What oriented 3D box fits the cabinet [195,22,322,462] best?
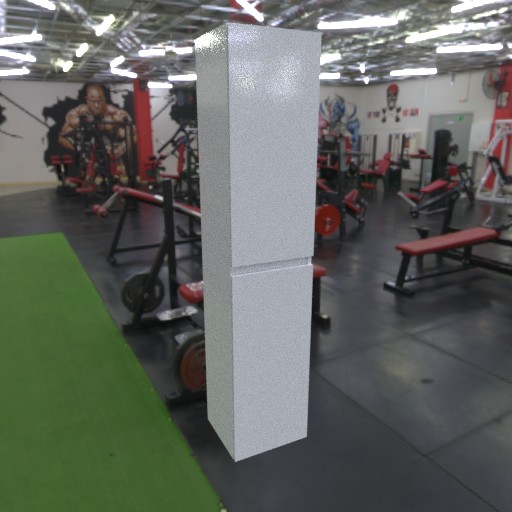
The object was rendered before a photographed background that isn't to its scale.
[{"bbox_3d":[0.000,0.000,1.548,0.300,1.400,0.270,-8,18,-25],"label":"cabinet"}]
